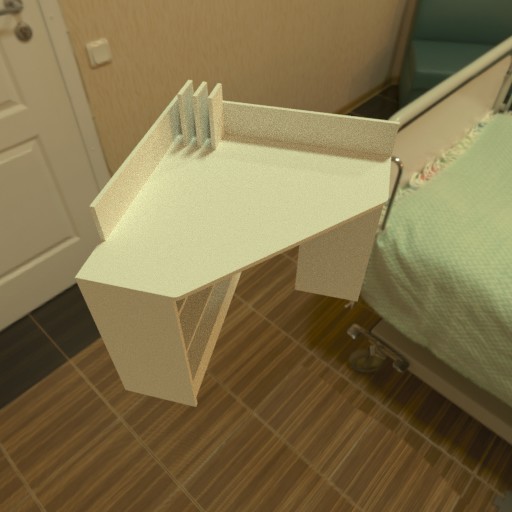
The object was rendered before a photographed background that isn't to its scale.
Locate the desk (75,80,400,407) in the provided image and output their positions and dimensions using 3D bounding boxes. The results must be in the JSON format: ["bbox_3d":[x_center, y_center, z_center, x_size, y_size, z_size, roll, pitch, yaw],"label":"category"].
[{"bbox_3d":[0.000,0.000,1.818,0.940,0.986,0.940,10,47,10],"label":"desk"}]
